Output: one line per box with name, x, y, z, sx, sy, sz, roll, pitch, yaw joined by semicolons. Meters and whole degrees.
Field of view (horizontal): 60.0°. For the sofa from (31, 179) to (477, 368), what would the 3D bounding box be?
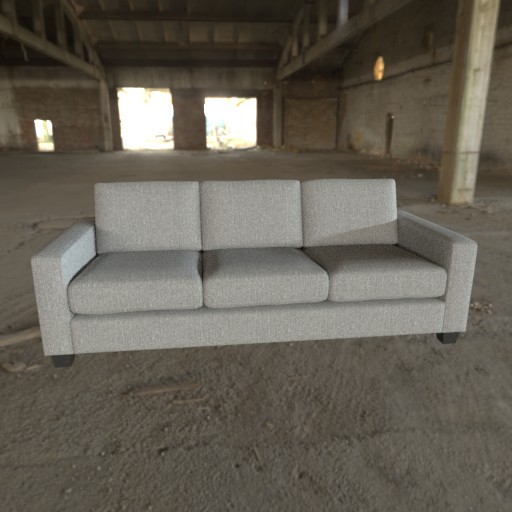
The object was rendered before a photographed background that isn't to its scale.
sofa;0.000;0.000;2.524;2.120;0.800;0.900;-2;16;-7
